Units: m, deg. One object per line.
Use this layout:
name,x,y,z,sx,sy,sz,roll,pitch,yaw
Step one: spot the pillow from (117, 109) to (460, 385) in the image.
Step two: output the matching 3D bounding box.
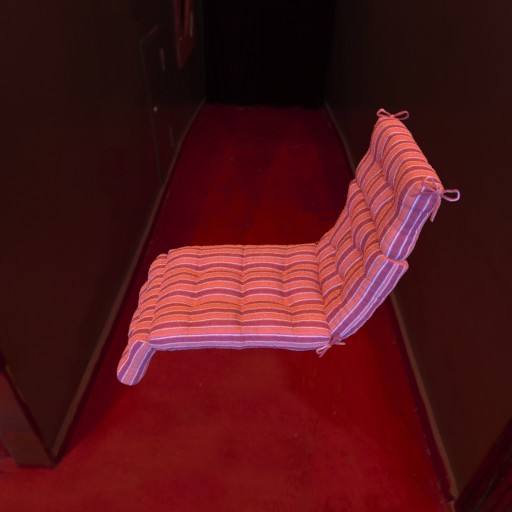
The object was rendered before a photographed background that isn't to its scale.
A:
pillow,0.000,0.000,1.535,1.016,0.863,0.526,0,39,0
